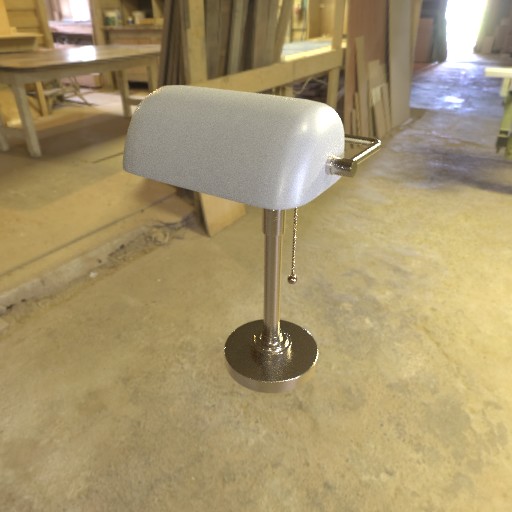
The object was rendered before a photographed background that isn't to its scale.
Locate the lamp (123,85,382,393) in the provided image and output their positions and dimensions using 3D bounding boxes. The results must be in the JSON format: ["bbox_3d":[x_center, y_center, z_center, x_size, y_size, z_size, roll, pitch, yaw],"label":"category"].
[{"bbox_3d":[0.000,0.000,0.558,0.269,0.404,0.227,18,34,29],"label":"lamp"}]
